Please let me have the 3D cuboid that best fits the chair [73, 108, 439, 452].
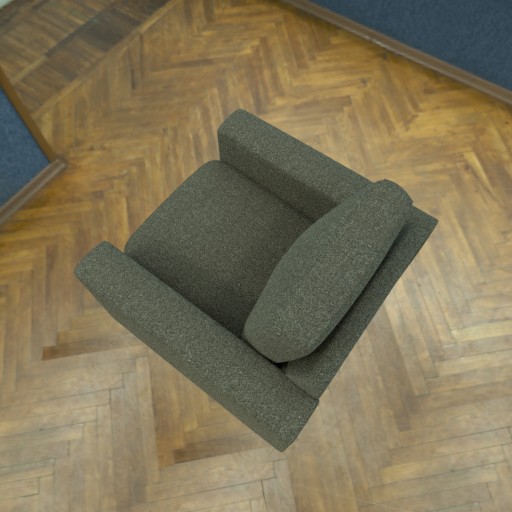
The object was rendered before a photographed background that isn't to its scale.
[{"bbox_3d":[0.000,0.000,1.764,1.016,0.873,1.005,34,68,15],"label":"chair"}]
